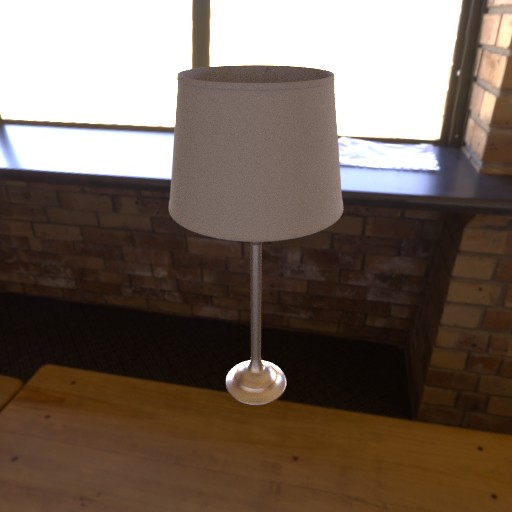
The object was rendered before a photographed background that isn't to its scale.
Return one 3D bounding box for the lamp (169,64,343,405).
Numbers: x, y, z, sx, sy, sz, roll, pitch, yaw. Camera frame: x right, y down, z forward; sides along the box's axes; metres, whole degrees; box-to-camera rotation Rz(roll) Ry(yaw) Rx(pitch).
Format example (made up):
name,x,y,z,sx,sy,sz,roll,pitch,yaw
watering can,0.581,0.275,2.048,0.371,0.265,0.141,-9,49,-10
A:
name,x,y,z,sx,sy,sz,roll,pitch,yaw
lamp,0.000,0.000,0.908,0.331,0.698,0.331,0,29,0
